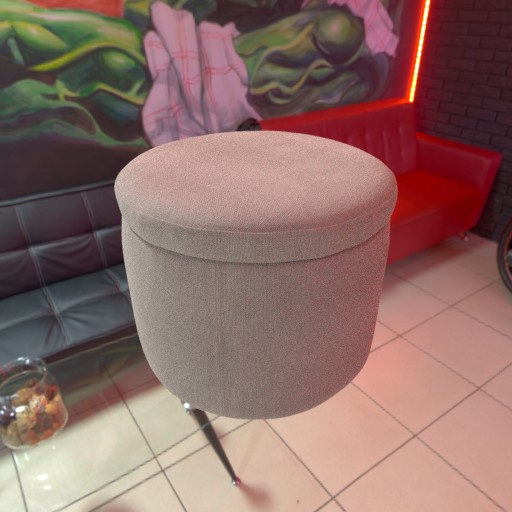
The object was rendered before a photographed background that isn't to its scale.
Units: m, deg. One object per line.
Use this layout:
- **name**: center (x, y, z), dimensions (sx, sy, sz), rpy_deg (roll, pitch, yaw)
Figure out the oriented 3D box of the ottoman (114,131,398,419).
- **ottoman**: center (0.000, 0.000, 0.882), dimensions (0.497, 0.409, 0.497), rpy_deg (0, 30, 0)
